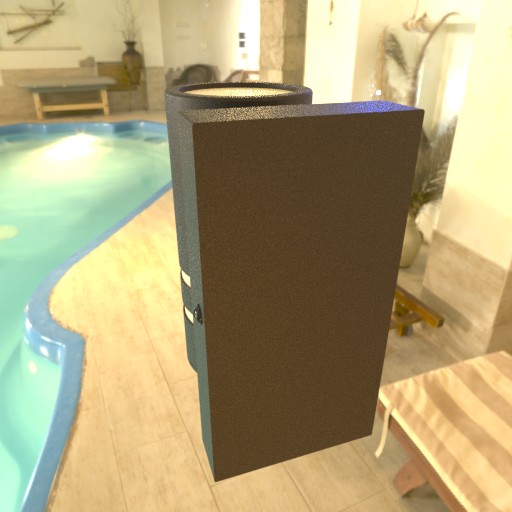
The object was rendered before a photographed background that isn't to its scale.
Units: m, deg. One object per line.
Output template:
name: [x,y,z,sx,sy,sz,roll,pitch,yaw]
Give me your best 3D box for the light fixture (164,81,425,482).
light fixture: [0.000,0.000,0.258,0.098,0.179,0.138,-9,28,-17]
